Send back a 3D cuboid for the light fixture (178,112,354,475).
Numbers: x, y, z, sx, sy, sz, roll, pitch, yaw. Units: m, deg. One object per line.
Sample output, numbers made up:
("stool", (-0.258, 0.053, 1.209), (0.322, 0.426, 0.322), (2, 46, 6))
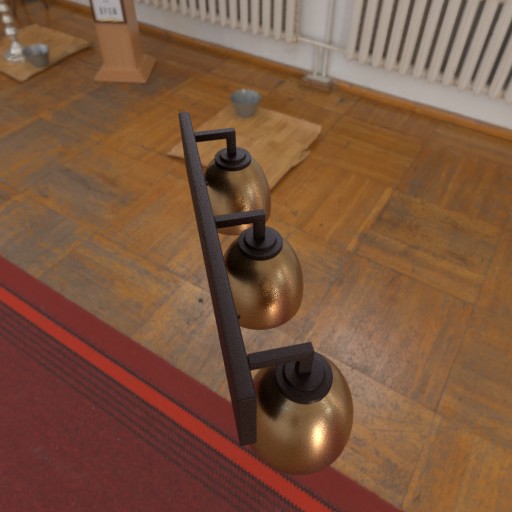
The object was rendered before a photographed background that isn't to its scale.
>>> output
("light fixture", (0.000, 0.000, 0.676), (0.157, 0.204, 0.582), (-9, 47, -9))
